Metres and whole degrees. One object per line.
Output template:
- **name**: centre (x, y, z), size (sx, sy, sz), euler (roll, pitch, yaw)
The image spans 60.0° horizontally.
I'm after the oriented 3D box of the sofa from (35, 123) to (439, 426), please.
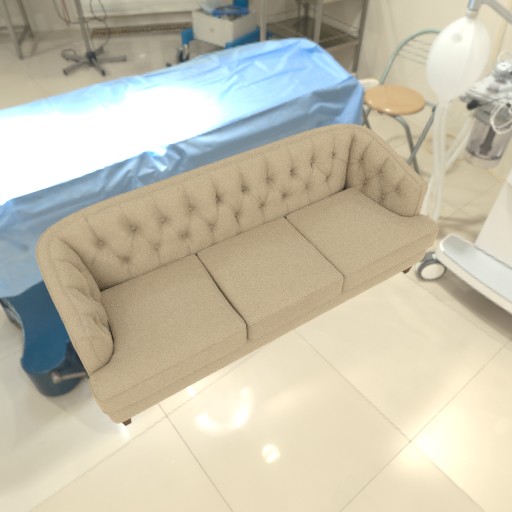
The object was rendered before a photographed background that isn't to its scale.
- **sofa**: centre (0.000, 0.000, 2.726), size (2.278, 0.855, 0.941), euler (-24, 50, -22)
